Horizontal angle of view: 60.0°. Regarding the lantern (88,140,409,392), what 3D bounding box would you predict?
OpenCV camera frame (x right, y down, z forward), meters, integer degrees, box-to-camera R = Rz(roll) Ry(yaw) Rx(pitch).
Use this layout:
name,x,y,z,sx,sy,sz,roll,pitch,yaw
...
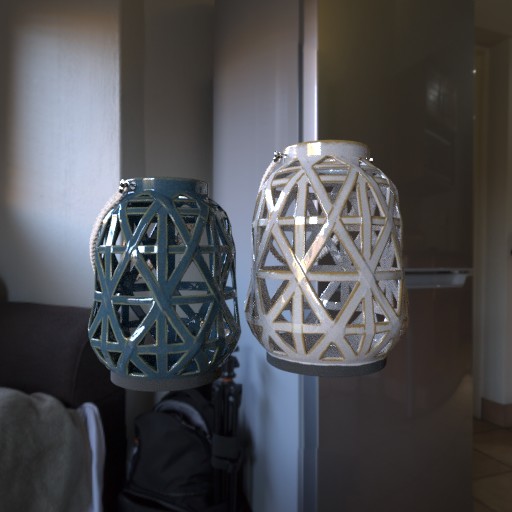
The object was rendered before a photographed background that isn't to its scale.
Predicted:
name,x,y,z,sx,sy,sz,roll,pitch,yaw
lantern,0.000,0.000,0.620,0.439,0.307,0.245,0,1,-19
